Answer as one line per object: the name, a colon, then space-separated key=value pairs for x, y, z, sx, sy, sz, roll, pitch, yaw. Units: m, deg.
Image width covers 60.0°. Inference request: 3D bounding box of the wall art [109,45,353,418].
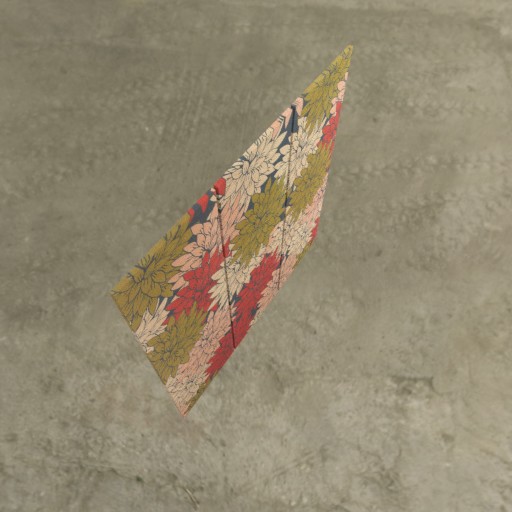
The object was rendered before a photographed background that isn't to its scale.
wall art: x=0.000 y=0.000 z=1.365 sx=0.013 sy=0.913 sz=0.904 roll=30 pitch=62 yaw=18
